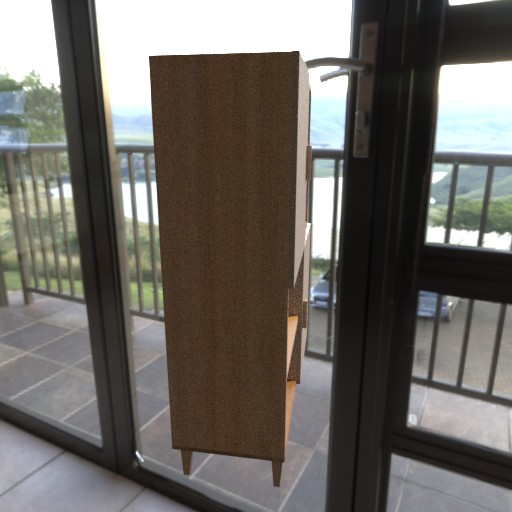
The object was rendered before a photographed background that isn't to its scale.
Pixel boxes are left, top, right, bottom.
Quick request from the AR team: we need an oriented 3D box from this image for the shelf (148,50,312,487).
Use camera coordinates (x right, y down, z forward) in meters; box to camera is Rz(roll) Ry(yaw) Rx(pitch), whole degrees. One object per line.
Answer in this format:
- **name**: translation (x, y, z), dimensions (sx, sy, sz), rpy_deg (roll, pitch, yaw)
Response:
- **shelf**: translation (0.000, 0.000, 1.844), dimensions (0.434, 1.405, 0.995), rpy_deg (3, 16, 9)
